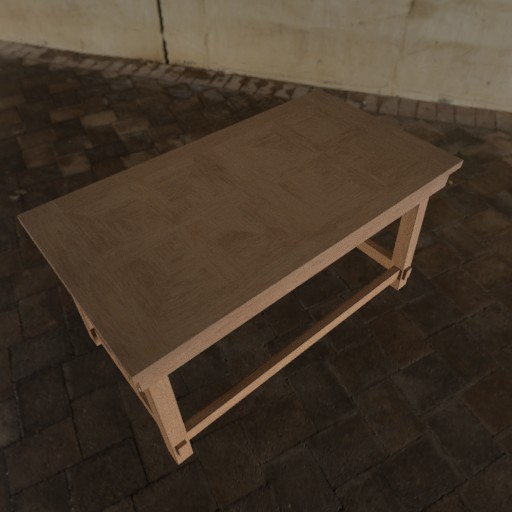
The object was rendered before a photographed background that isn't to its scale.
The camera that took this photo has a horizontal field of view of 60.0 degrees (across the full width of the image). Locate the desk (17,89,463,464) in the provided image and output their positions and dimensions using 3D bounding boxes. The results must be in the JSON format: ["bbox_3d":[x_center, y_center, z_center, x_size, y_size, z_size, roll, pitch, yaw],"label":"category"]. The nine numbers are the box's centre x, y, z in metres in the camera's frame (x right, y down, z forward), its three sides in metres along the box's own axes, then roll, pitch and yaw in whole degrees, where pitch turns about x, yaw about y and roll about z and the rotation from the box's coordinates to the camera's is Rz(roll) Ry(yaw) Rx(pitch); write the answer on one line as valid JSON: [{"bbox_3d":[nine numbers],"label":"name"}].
[{"bbox_3d":[0.000,0.000,1.940,1.499,0.762,0.813,-31,54,-26],"label":"desk"}]
